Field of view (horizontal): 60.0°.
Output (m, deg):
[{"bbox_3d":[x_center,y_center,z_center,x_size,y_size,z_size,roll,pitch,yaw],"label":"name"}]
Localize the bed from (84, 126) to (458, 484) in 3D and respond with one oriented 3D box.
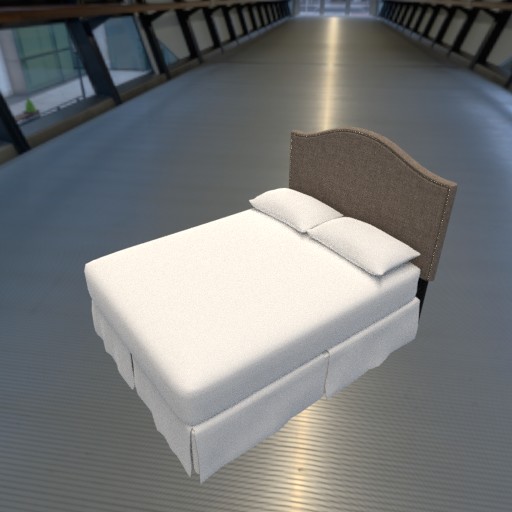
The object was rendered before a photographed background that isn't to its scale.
[{"bbox_3d":[0.000,0.000,3.255,2.153,1.518,1.713,-21,37,-31],"label":"bed"}]
